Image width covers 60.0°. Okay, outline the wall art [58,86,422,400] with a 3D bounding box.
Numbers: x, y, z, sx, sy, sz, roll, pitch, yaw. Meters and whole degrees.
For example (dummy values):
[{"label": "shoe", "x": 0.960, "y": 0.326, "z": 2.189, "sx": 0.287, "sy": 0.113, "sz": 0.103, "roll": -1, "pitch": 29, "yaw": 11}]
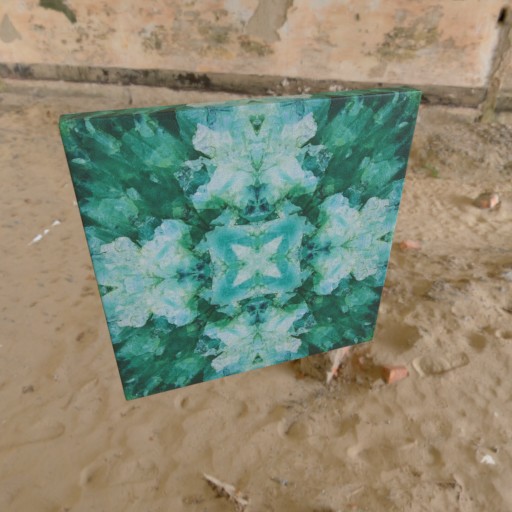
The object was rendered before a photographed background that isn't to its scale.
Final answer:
[{"label": "wall art", "x": 0.000, "y": 0.000, "z": 0.744, "sx": 0.507, "sy": 0.508, "sz": 0.038, "roll": -10, "pitch": 35, "yaw": -15}]
